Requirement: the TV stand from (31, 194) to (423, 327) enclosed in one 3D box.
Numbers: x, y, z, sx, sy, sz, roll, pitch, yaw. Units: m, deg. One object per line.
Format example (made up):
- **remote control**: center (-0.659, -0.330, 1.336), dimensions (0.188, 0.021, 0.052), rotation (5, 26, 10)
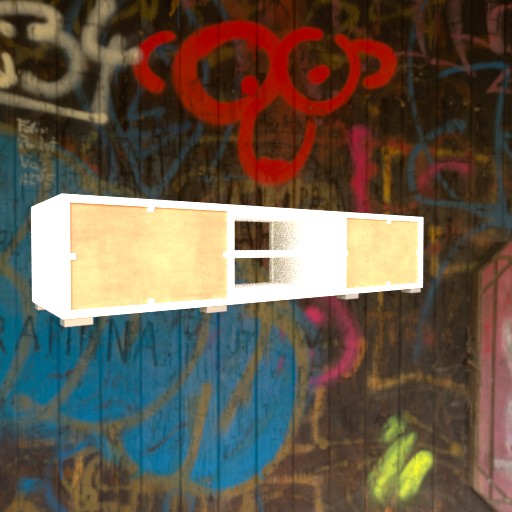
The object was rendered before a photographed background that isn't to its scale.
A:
- **TV stand**: center (0.000, 0.000, 1.601), dimensions (1.400, 0.310, 0.420), rotation (-1, 1, -36)
